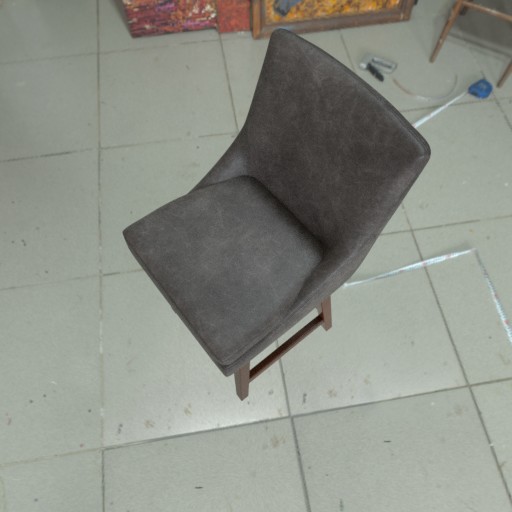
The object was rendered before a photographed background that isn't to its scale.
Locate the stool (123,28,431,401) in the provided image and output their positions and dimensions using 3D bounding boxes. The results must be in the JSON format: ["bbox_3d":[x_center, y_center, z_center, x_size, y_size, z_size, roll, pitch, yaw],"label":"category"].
[{"bbox_3d":[0.000,0.000,1.339,0.587,1.046,0.492,-36,69,-16],"label":"stool"}]
